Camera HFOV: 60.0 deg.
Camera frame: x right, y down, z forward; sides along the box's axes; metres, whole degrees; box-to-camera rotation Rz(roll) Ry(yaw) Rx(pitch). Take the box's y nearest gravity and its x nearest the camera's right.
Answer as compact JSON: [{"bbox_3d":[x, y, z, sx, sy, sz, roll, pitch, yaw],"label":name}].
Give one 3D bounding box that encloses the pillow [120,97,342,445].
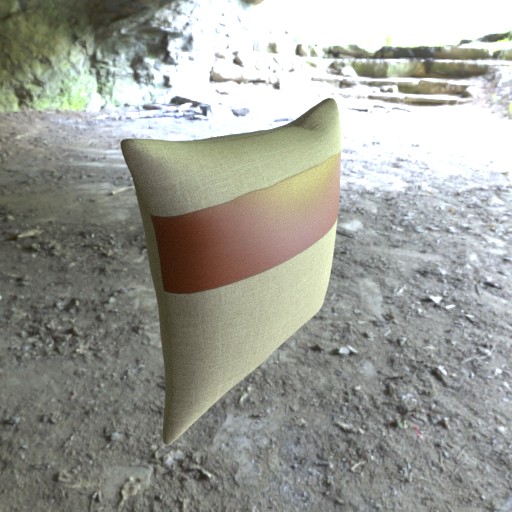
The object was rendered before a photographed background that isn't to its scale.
[{"bbox_3d":[0.000,0.000,0.642,0.173,0.399,0.414,18,31,32],"label":"pillow"}]
